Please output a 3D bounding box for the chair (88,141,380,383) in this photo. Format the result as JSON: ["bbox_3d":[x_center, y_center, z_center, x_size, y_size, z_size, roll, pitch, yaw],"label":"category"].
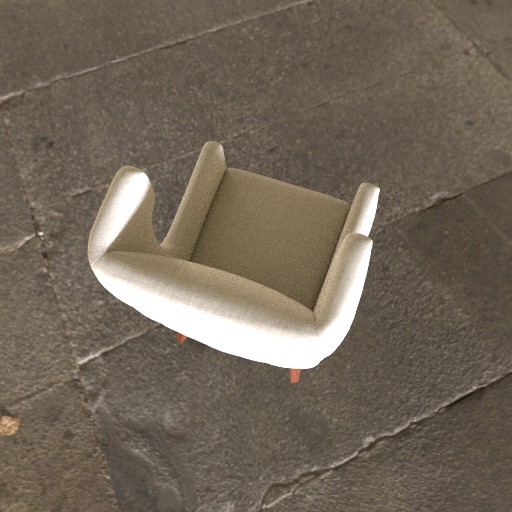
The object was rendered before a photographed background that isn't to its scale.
[{"bbox_3d":[0.000,0.000,1.685,0.778,1.079,0.899,17,64,9],"label":"chair"}]
